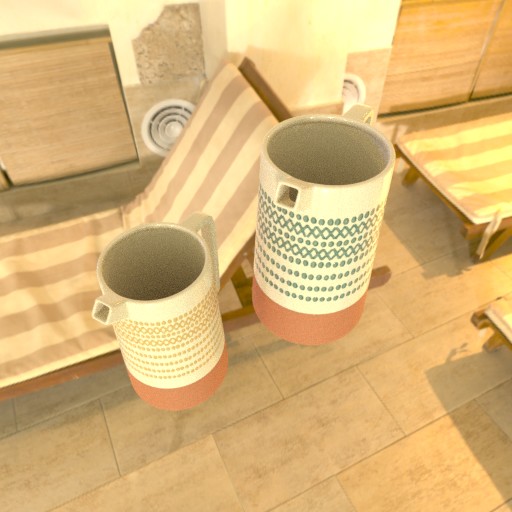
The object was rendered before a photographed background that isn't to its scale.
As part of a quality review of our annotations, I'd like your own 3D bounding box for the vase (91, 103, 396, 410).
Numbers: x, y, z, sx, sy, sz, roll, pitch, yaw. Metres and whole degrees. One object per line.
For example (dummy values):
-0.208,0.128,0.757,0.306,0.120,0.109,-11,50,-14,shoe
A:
0.000,0.000,0.473,0.326,0.247,0.168,-15,49,-14,vase
